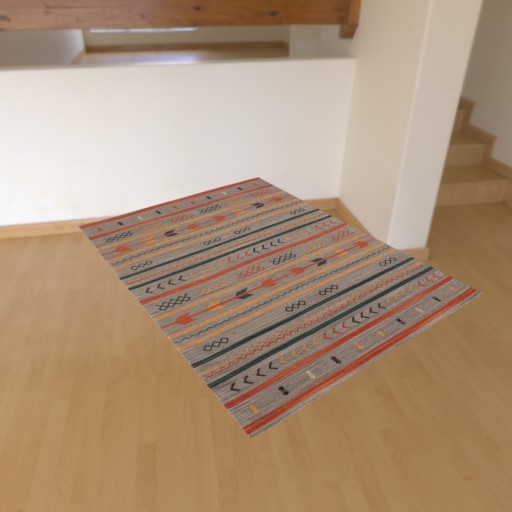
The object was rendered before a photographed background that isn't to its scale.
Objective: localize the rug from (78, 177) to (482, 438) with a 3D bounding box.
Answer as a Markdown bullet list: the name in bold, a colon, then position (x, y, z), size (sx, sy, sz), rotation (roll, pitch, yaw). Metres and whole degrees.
- **rug**: position (0.000, 0.000, 3.999), size (2.263, 0.022, 3.029), rotation (-21, 38, -30)
